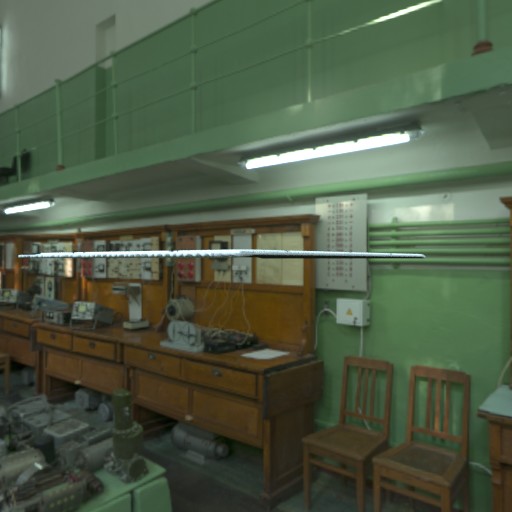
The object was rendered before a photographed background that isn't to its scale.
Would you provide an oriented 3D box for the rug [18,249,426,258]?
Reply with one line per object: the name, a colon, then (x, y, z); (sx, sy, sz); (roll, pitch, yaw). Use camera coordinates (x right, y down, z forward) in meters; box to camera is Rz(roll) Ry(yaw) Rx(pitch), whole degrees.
rug: (0.000, 0.000, 2.867); (1.494, 0.031, 2.307); (0, -1, 38)
